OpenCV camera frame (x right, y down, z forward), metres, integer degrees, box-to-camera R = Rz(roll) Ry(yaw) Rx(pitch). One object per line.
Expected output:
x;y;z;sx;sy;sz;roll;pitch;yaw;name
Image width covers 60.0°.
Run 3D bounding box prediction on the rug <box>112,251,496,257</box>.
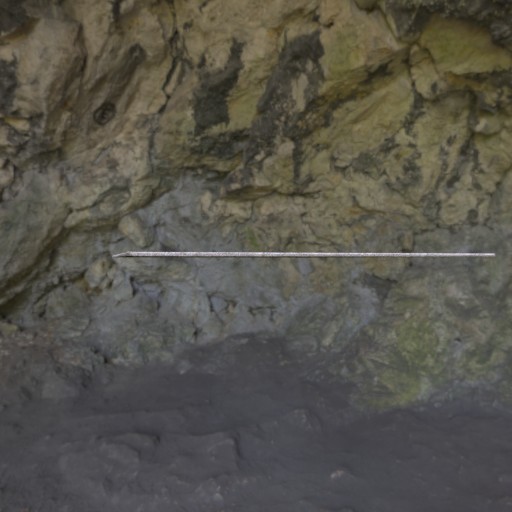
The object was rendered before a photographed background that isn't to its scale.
0.000;0.000;4.064;2.449;0.025;3.049;0;0;-19;rug
